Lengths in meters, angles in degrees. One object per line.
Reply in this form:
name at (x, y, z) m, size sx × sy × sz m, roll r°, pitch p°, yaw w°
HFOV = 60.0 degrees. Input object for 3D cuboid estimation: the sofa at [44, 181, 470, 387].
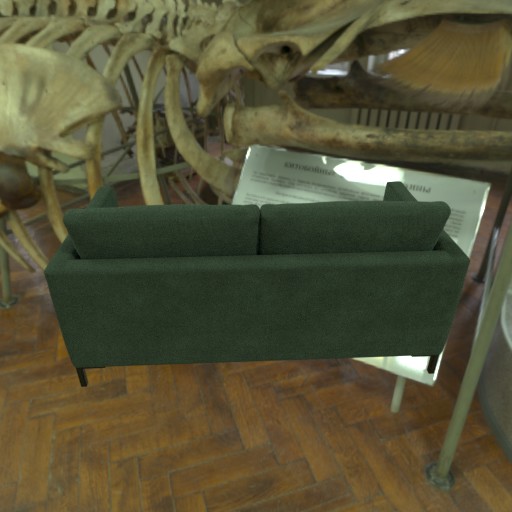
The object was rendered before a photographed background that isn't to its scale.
sofa at (0.000, 0.000, 2.171) m, size 1.676 × 0.817 × 0.875 m, roll -1°, pitch 31°, yaw -2°
